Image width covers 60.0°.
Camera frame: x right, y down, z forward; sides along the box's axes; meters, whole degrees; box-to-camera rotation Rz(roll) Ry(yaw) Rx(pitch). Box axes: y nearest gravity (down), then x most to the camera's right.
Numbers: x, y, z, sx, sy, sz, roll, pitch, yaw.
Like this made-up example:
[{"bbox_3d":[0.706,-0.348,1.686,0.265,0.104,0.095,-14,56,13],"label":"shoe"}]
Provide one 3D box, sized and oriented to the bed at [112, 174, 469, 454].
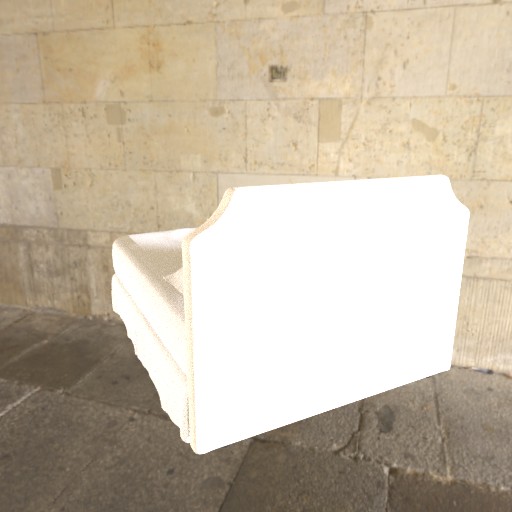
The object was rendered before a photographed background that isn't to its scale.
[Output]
[{"bbox_3d":[0.000,0.000,3.832,2.134,1.524,2.548,-8,18,-26],"label":"bed"}]
